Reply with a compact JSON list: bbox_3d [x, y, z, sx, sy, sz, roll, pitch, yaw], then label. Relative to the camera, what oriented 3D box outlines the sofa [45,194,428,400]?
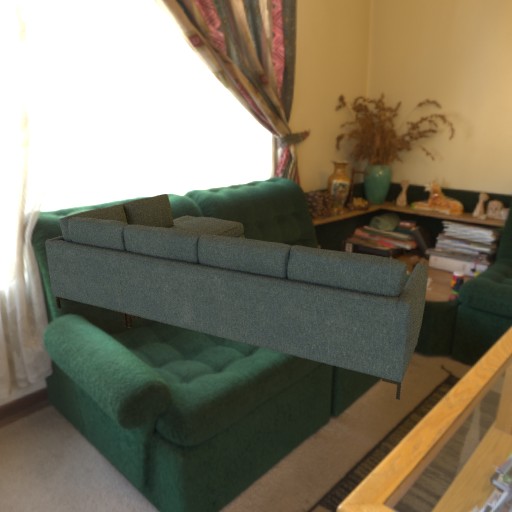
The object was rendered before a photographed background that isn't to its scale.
[{"bbox_3d":[0.000,0.000,3.921,2.949,0.815,2.007,9,19,26],"label":"sofa"}]
